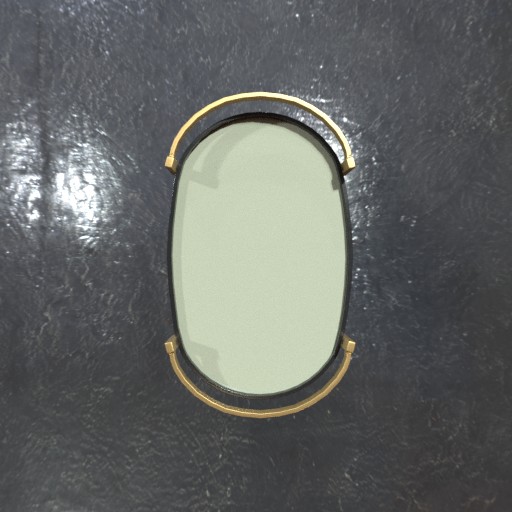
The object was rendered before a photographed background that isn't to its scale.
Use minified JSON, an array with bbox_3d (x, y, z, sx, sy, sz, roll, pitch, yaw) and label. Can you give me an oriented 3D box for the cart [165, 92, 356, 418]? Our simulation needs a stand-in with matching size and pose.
[{"bbox_3d":[0.000,0.000,1.139,0.311,0.885,0.515,0,90,-1],"label":"cart"}]
